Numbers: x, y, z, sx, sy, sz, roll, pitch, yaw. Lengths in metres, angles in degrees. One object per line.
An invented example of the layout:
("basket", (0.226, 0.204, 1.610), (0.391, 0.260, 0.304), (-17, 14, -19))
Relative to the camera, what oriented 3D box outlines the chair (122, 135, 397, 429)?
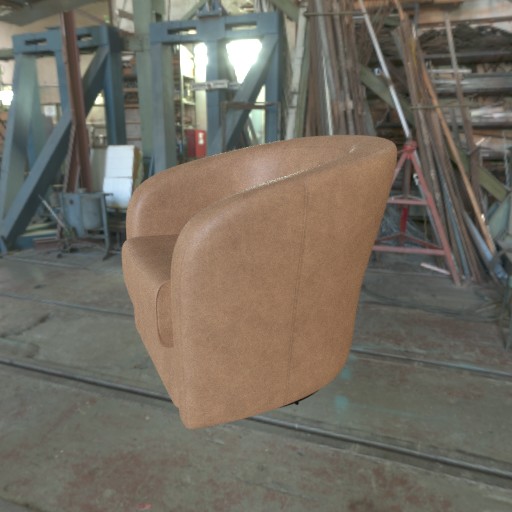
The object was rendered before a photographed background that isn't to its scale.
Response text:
("chair", (0.000, 0.000, 1.468), (0.815, 0.771, 0.791), (-7, 17, -24))
